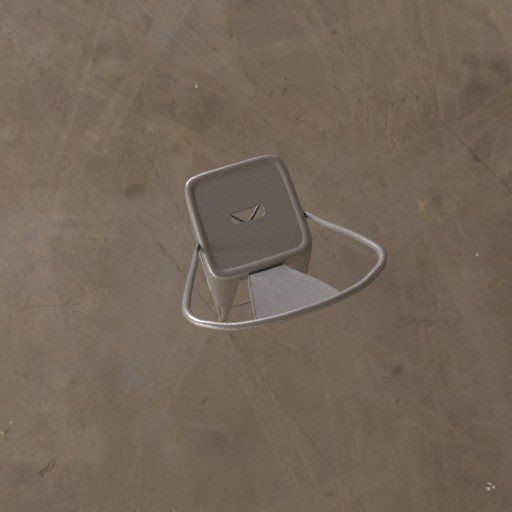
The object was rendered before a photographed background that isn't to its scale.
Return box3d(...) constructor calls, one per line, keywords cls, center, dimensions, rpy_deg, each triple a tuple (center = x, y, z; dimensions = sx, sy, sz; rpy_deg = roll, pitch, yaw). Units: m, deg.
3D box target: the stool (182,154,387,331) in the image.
box3d(cls="stool", center=(0.000, 0.000, 1.335), dimensions=(0.399, 1.096, 0.513), rpy_deg=(-17, 76, -4))
